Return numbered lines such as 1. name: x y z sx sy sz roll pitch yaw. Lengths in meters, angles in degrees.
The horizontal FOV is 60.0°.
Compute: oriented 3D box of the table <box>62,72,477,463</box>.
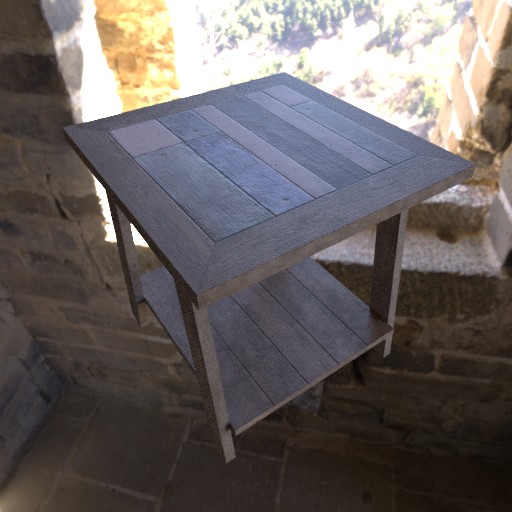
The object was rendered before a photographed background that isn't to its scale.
1. table: 0.000 0.000 1.110 0.610 0.610 0.610 -24 47 -25
